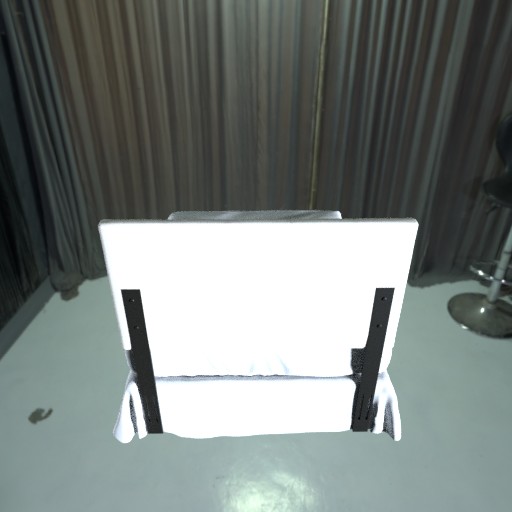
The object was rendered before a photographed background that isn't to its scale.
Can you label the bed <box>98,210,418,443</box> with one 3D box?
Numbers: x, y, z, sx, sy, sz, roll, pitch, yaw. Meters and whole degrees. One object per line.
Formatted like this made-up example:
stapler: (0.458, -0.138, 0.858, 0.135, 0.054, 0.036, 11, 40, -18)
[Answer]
bed: (0.000, 0.000, 3.498, 1.936, 1.577, 2.222, 0, 30, -1)
